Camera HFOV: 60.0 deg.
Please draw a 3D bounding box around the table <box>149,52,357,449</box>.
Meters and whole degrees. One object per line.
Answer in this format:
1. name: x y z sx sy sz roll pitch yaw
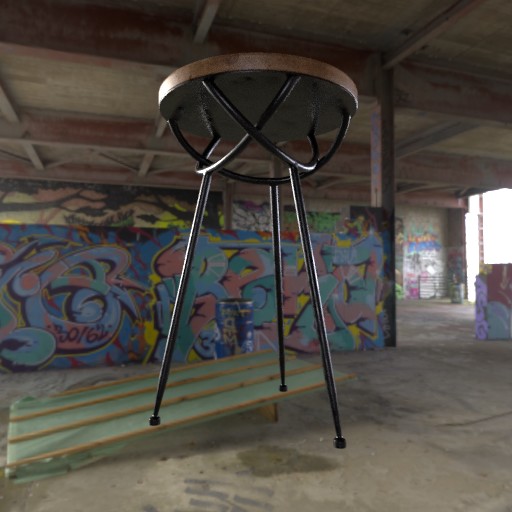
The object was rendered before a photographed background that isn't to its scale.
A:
1. table: 0.000 0.000 0.928 0.418 0.664 0.414 0 -2 1
